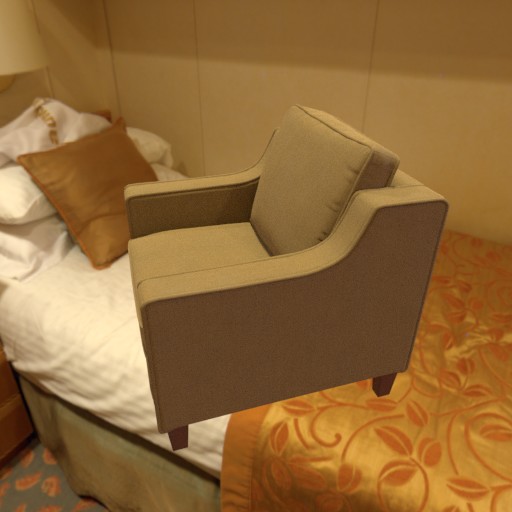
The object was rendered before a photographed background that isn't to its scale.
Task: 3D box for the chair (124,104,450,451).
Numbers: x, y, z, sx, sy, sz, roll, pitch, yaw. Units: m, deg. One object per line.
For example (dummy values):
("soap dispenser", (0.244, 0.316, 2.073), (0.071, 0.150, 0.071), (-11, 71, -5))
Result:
("chair", (0.000, 0.000, 1.655), (0.909, 0.960, 0.831), (-9, 32, -15))
